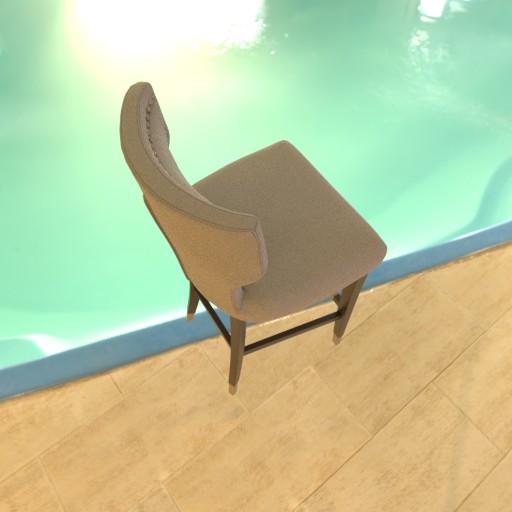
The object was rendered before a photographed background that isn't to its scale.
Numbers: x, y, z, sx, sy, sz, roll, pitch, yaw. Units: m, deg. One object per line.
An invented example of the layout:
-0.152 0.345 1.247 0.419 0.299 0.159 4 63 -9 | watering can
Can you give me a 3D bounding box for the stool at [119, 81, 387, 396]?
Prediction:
0.000 0.000 1.385 0.563 1.092 0.526 -28 61 -17 | stool
